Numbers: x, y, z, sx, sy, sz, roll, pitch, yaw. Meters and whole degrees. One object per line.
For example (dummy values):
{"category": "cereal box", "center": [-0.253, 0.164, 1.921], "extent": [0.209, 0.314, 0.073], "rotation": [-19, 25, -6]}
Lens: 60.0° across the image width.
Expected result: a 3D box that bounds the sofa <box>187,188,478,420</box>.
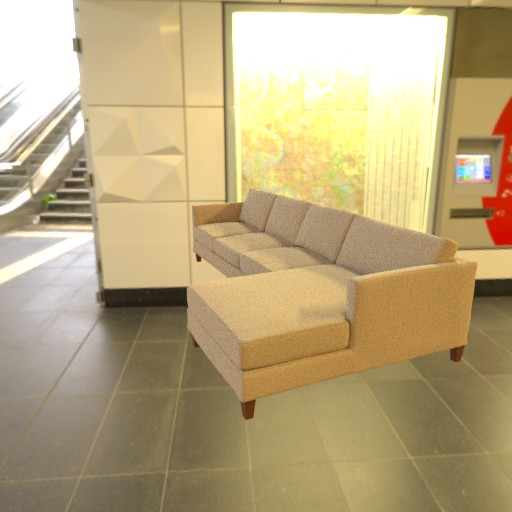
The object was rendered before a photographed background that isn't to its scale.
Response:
{"category": "sofa", "center": [0.000, 0.000, 3.892], "extent": [1.625, 0.861, 3.186], "rotation": [-7, 16, -23]}
